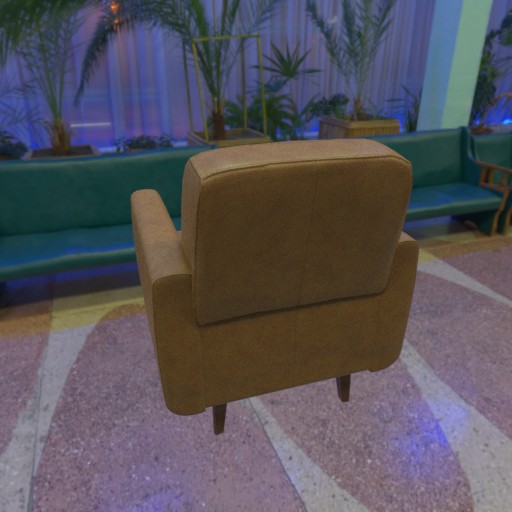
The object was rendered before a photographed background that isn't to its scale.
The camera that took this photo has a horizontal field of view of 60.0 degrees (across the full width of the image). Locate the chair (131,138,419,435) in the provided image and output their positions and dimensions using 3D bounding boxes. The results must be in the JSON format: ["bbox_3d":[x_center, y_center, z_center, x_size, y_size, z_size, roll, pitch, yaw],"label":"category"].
[{"bbox_3d":[0.000,0.000,1.667,0.845,0.968,0.942,-8,27,-16],"label":"chair"}]
